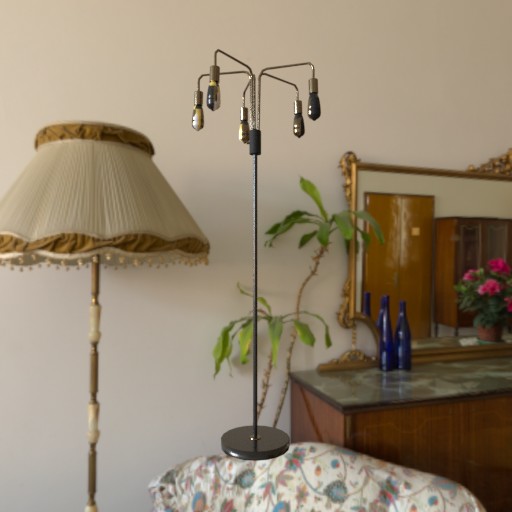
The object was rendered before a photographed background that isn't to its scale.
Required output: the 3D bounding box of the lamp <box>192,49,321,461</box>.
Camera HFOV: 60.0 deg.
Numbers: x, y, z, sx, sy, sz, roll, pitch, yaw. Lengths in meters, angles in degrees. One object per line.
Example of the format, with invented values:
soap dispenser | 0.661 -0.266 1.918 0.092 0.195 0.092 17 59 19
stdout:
lamp | 0.000 0.000 2.018 0.572 1.721 0.599 -1 -2 36
